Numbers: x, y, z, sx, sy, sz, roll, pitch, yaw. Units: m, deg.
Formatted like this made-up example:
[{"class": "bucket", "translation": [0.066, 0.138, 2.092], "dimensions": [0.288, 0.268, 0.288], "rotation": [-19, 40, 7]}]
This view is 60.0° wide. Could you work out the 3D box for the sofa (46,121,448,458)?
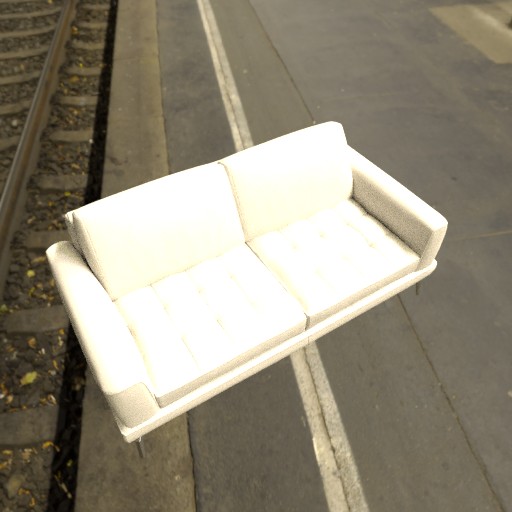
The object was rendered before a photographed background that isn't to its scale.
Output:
[{"class": "sofa", "translation": [0.000, 0.000, 2.680], "dimensions": [2.177, 0.930, 1.121], "rotation": [-24, 52, -21]}]
